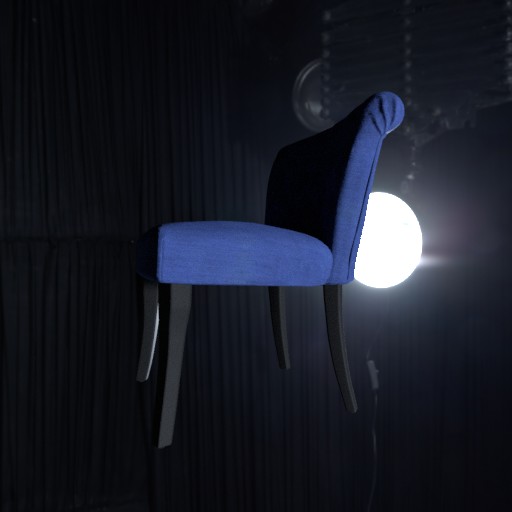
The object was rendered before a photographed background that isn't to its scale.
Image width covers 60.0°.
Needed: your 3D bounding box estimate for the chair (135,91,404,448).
[{"bbox_3d":[0.000,0.000,1.194,0.606,0.753,0.585,0,0,-19],"label":"chair"}]
